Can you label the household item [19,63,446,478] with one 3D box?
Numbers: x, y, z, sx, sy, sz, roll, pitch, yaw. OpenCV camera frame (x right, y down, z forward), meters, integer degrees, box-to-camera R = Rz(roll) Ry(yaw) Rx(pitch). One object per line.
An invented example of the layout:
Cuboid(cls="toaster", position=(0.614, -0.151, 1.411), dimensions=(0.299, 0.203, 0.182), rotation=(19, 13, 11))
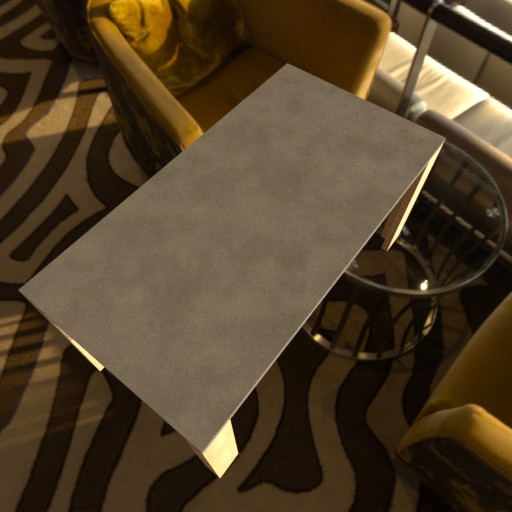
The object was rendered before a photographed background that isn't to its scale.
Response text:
Cuboid(cls="household item", position=(0.000, 0.000, 2.055), dimensions=(0.850, 0.755, 1.600), rotation=(33, 64, 19))
